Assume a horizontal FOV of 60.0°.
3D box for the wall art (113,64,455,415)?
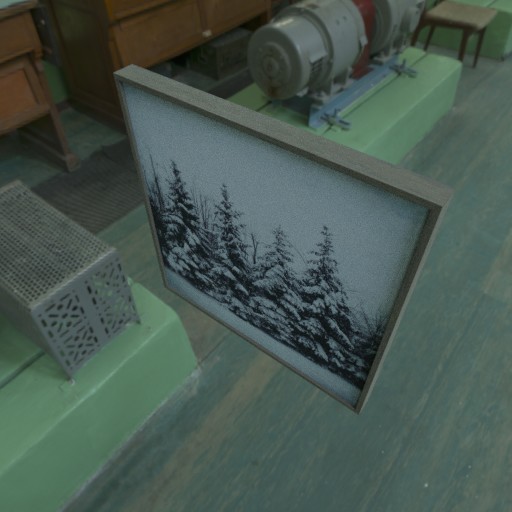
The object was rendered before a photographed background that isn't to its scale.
[{"bbox_3d":[0.000,0.000,0.753,0.507,0.507,0.037,29,53,24],"label":"wall art"}]
